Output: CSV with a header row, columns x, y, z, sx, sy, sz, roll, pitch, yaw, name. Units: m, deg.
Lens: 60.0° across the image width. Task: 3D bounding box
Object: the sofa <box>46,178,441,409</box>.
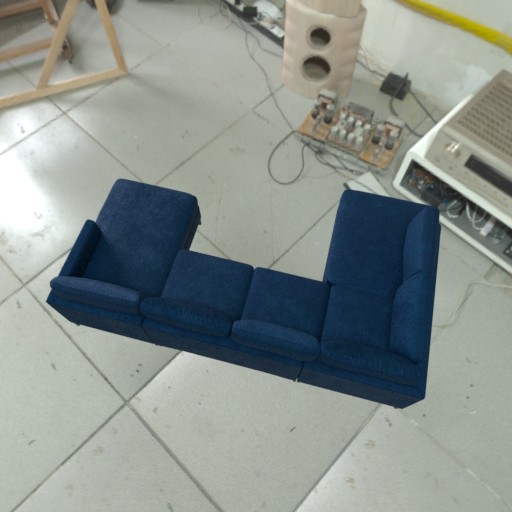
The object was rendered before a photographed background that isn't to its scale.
x,y,z,sx,sy,sz,roll,pitch,yaw,name
0.000,0.000,4.440,3.434,0.992,2.055,13,64,6,sofa
